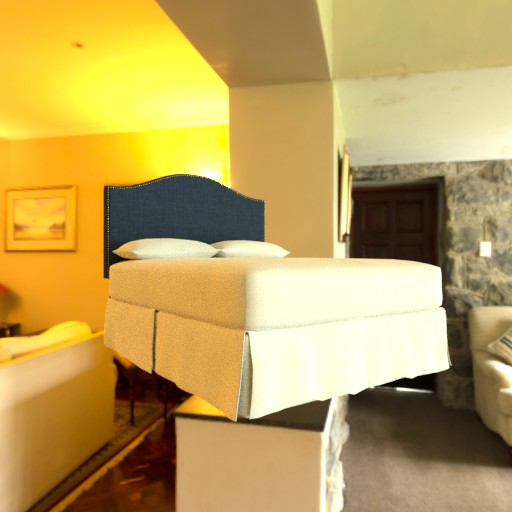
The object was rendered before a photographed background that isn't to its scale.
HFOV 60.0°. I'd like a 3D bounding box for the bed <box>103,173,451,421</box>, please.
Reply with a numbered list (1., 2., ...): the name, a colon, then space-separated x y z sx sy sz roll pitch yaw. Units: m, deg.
1. bed: 0.000 0.000 3.280 1.713 1.518 2.153 0 0 -36
